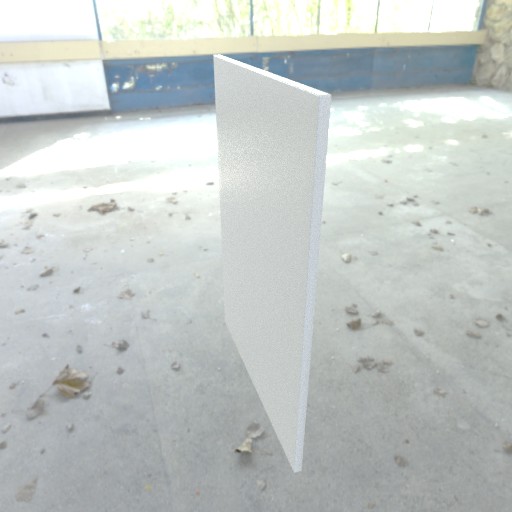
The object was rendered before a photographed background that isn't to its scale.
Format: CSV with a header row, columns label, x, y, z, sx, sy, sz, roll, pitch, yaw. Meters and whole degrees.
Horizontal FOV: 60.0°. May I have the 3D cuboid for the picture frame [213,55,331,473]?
label,x,y,z,sx,sy,sz,roll,pitch,yaw
picture frame,0.000,0.000,0.682,0.012,0.534,0.381,-10,31,-17
